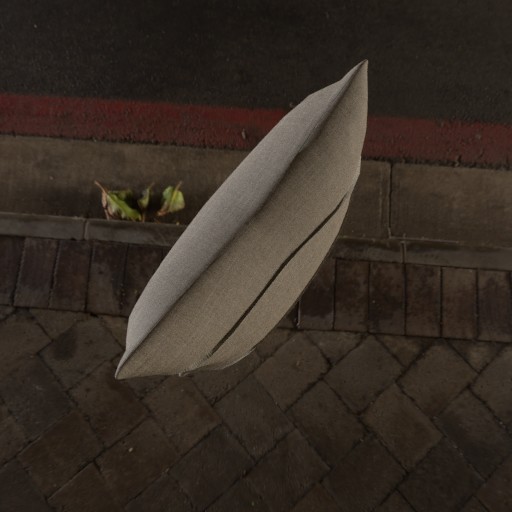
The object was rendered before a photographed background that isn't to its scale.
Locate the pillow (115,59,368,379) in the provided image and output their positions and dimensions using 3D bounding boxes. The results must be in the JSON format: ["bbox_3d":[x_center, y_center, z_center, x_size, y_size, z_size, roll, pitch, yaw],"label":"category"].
[{"bbox_3d":[0.000,0.000,0.622,0.169,0.400,0.424,36,79,8],"label":"pillow"}]
